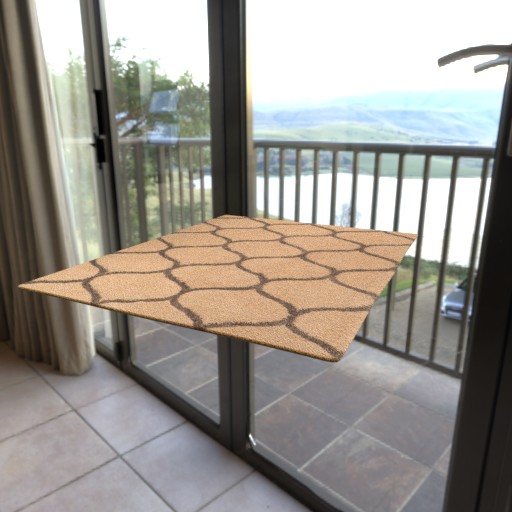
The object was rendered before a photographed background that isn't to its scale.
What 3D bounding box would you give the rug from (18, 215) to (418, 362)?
[{"bbox_3d":[0.000,0.000,3.980,2.399,0.026,3.000,8,18,25],"label":"rug"}]
